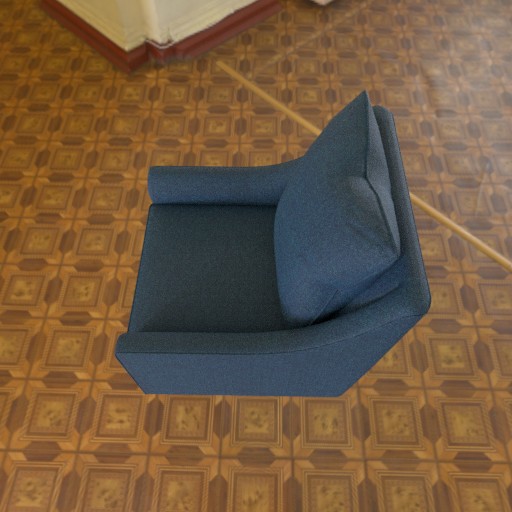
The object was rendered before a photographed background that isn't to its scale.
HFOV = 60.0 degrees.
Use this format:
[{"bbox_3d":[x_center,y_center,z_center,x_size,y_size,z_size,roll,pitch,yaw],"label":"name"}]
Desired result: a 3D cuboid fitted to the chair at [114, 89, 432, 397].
[{"bbox_3d":[0.000,0.000,1.552,0.870,0.939,0.750,1,59,0],"label":"chair"}]
